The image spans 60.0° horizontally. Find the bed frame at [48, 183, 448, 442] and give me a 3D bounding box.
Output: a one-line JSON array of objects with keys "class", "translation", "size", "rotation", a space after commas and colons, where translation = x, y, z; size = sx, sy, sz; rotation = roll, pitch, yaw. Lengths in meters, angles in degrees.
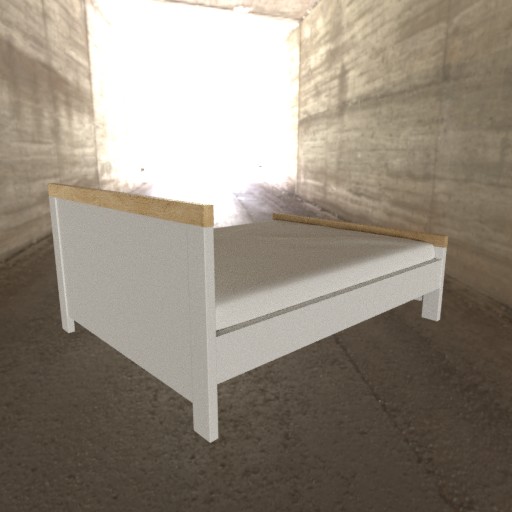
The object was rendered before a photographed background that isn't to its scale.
[{"class": "bed frame", "translation": [0.000, 0.000, 2.988], "size": [2.050, 0.980, 1.670], "rotation": [-12, 17, -41]}]
